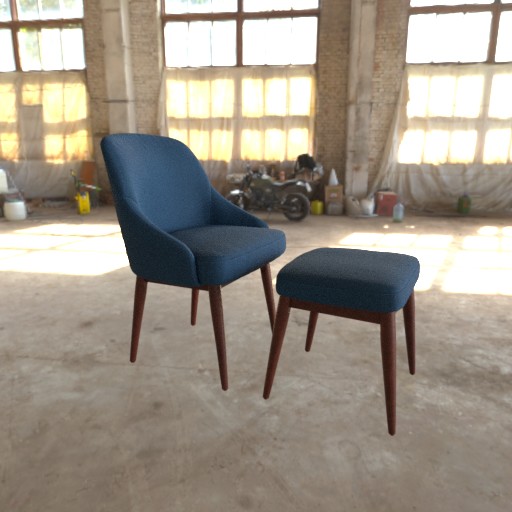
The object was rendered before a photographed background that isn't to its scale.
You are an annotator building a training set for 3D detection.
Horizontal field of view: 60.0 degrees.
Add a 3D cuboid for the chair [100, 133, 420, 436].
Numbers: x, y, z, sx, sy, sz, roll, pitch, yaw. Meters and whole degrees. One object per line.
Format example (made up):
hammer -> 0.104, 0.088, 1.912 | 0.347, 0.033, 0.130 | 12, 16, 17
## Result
chair -> 0.000, 0.000, 1.603 | 1.114, 0.866, 0.584 | 7, 16, 26
